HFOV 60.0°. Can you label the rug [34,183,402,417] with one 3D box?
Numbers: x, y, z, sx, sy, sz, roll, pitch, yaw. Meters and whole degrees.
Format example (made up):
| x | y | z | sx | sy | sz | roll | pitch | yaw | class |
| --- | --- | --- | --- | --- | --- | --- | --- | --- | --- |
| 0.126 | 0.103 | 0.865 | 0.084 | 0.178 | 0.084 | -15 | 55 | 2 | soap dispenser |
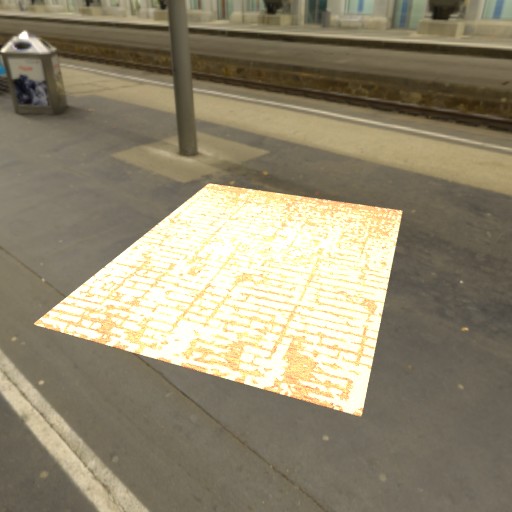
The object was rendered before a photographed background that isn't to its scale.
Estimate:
| x | y | z | sx | sy | sz | roll | pitch | yaw | class |
| --- | --- | --- | --- | --- | --- | --- | --- | --- | --- |
| 0.000 | 0.000 | 4.193 | 2.441 | 0.011 | 3.050 | 11 | 32 | 17 | rug |
